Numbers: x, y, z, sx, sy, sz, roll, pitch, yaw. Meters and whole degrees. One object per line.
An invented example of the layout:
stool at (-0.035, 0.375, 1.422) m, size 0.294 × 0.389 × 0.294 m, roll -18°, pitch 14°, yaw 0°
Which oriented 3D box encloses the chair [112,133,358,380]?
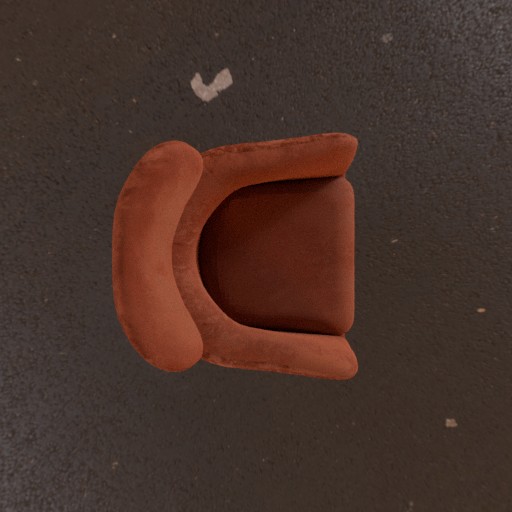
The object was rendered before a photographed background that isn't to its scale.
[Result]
chair at (0.000, 0.000, 1.146) m, size 0.523 × 0.772 × 0.561 m, roll 0°, pitch 90°, yaw 0°
